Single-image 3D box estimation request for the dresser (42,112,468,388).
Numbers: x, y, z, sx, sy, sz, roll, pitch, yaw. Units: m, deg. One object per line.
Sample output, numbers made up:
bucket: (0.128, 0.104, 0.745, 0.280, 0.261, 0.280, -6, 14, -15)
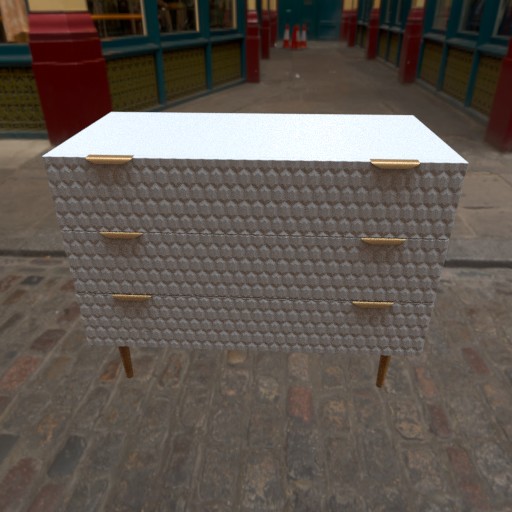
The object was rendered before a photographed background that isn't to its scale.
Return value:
dresser: (0.000, 0.000, 1.308, 0.905, 0.721, 0.457, 1, 30, 3)
